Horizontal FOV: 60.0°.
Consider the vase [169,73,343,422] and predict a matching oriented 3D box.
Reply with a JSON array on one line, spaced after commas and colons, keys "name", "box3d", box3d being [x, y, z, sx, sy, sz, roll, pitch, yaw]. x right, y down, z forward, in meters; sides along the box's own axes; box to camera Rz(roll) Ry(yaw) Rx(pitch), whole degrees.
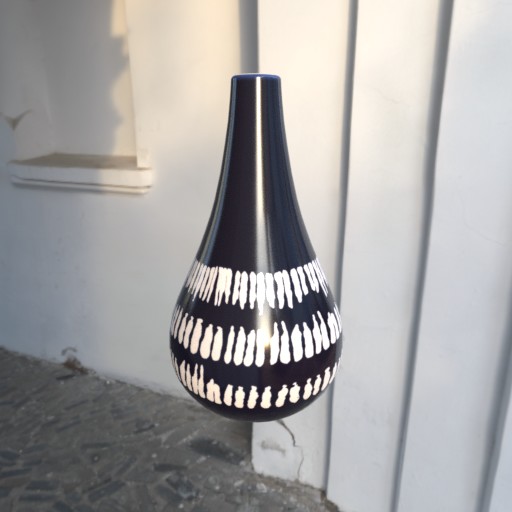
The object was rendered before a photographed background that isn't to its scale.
[{"name": "vase", "box3d": [0.000, 0.000, 0.389, 0.159, 0.295, 0.159, 0, 17, 0]}]
